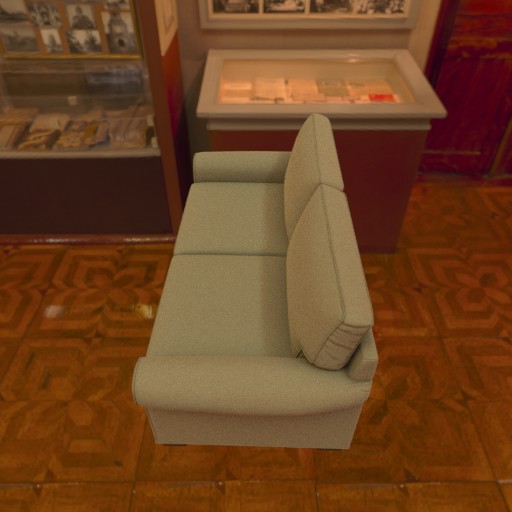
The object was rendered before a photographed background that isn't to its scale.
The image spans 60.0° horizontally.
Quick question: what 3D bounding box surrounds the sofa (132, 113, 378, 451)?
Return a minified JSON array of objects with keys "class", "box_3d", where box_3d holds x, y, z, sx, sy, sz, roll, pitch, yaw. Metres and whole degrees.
[{"class":"sofa","box_3d":[0.000,0.000,2.427,0.940,0.952,1.930,1,41,1]}]
